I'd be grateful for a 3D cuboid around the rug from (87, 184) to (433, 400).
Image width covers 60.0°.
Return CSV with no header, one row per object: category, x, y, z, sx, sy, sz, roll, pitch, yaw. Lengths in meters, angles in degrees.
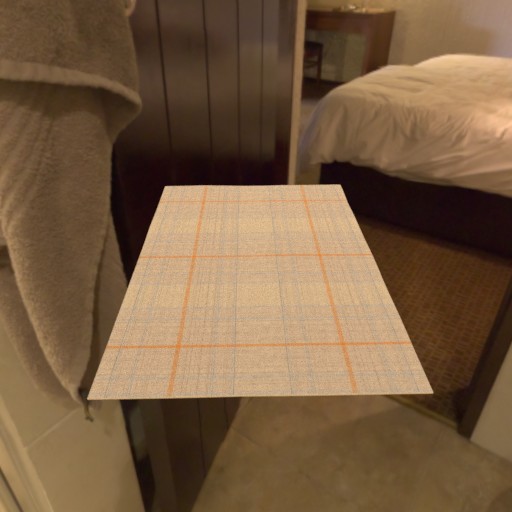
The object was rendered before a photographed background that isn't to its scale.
rug,0.000,0.000,2.334,1.232,0.015,1.825,-1,33,-1
